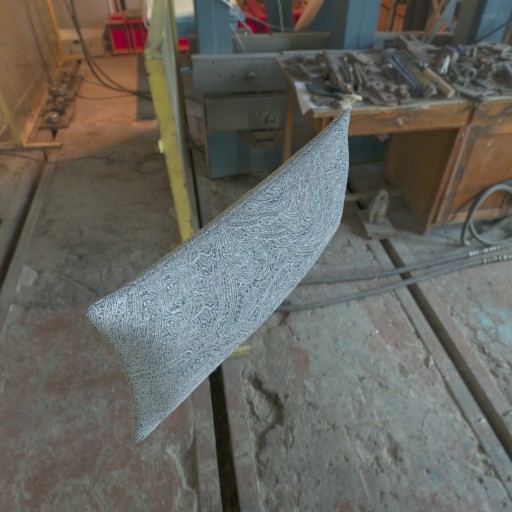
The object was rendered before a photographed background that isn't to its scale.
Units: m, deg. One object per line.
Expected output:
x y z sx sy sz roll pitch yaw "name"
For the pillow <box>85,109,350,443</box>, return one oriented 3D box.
0.000 0.000 0.743 0.151 0.295 0.615 25 47 25 "pillow"
